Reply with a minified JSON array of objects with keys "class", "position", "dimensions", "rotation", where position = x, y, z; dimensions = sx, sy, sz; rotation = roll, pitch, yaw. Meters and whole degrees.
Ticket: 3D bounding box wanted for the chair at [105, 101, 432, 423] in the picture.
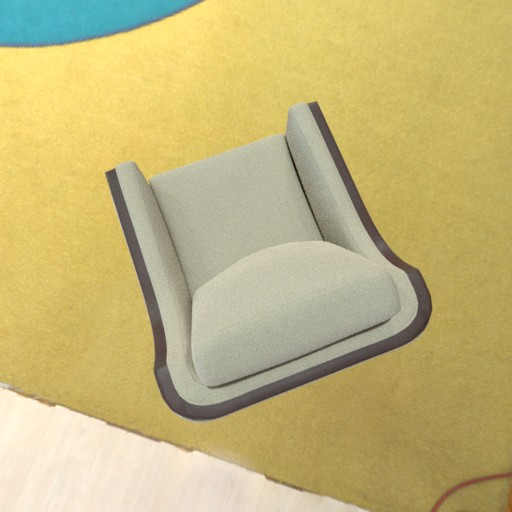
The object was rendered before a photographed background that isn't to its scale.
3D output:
[{"class":"chair","position":[0.000,0.000,1.662],"dimensions":[0.870,0.930,0.950],"rotation":[-20,77,-5]}]
